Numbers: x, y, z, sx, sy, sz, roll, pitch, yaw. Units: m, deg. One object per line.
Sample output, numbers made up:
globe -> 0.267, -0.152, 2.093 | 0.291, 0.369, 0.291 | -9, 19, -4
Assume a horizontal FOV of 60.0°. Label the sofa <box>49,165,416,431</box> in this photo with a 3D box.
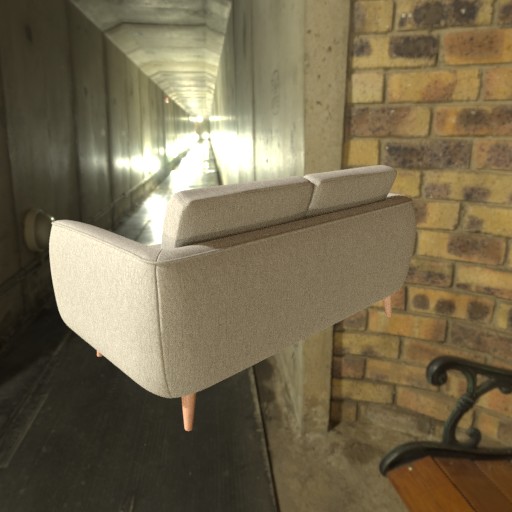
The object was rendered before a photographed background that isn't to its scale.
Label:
sofa -> 0.000, 0.000, 2.206 | 1.700, 0.850, 0.920 | -16, 23, -41
